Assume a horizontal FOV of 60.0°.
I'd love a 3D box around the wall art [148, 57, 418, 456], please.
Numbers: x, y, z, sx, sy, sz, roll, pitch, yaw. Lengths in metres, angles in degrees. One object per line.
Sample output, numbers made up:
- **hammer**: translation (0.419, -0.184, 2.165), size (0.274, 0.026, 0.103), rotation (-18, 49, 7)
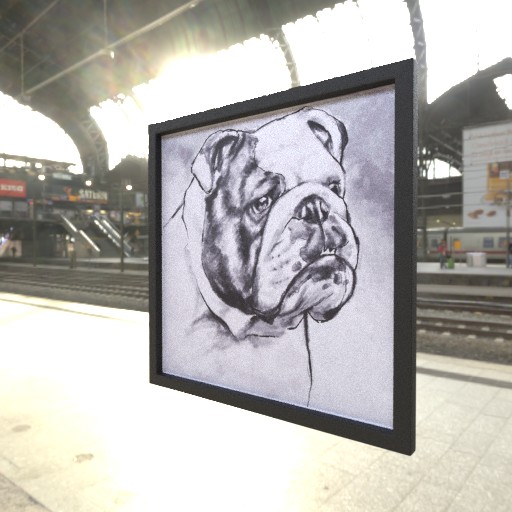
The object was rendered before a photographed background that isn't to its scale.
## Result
- **wall art**: translation (0.000, 0.000, 0.646), size (0.456, 0.453, 0.022), rotation (1, 1, 37)
